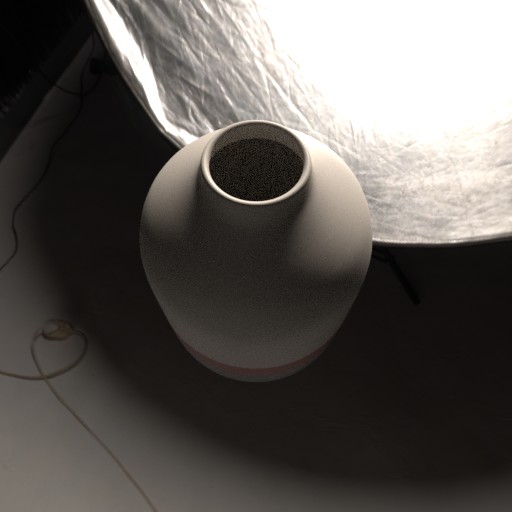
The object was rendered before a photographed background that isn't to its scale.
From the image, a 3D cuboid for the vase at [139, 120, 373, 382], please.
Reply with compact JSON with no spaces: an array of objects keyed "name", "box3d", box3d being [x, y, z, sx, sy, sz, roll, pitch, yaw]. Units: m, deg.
[{"name":"vase","box3d":[0.000,0.000,0.358,0.169,0.237,0.169,0,62,0]}]
